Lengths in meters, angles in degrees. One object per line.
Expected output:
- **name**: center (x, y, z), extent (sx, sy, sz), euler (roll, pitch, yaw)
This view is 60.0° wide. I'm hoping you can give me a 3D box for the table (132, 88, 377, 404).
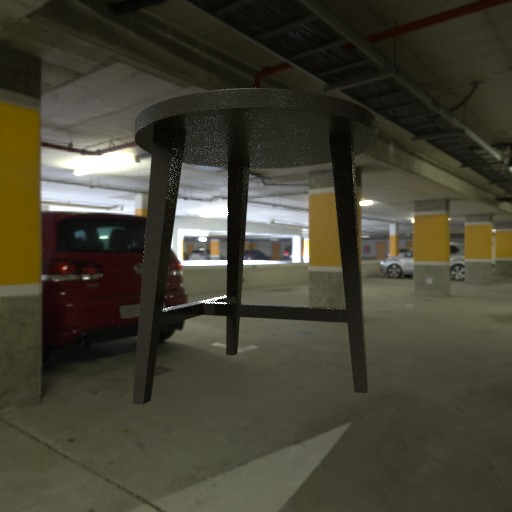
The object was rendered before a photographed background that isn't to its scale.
- **table**: center (0.000, 0.000, 0.948), extent (0.500, 0.531, 0.500), euler (0, 0, 0)
